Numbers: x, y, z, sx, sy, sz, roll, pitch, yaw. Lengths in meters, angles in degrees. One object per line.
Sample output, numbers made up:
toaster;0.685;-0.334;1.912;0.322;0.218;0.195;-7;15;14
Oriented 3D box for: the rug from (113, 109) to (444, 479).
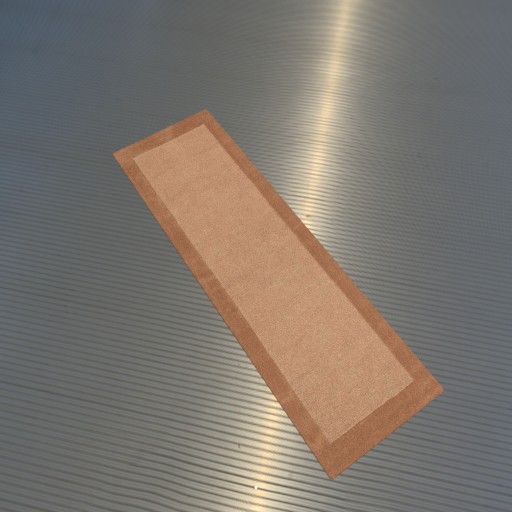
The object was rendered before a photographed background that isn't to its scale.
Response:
rug;0.000;0.000;2.706;0.764;0.017;2.439;-31;67;-15
